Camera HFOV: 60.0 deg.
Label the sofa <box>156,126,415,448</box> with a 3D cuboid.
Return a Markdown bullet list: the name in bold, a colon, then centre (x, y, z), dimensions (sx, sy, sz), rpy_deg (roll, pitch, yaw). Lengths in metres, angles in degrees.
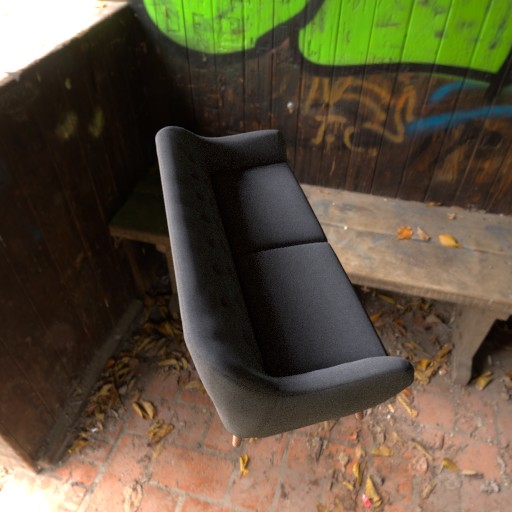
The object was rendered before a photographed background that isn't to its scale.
- **sofa**: centre (0.000, 0.000, 2.281), dimensions (0.820, 0.820, 1.840), rpy_deg (-9, 45, -9)
